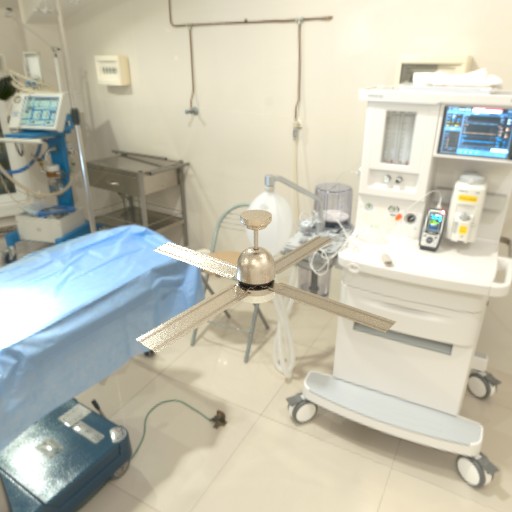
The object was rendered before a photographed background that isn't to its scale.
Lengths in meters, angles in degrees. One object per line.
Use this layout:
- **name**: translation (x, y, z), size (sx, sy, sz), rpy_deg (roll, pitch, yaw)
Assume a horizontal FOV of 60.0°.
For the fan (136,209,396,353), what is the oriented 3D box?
- **fan**: translation (0.000, 0.000, 2.072), size (1.346, 0.406, 1.346), rpy_deg (17, 29, 32)
